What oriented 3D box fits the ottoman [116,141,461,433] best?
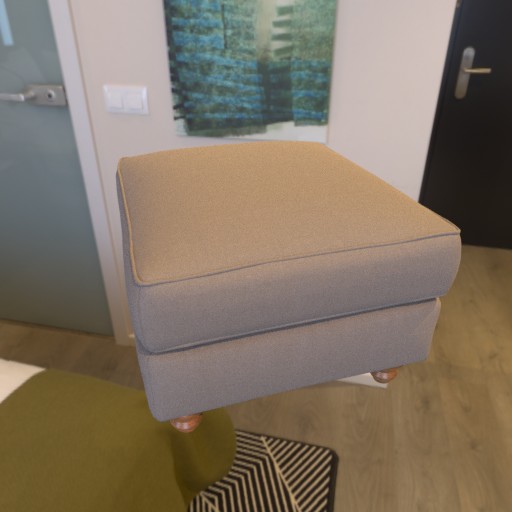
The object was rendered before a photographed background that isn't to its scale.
[{"bbox_3d":[0.000,0.000,1.146,0.662,0.505,0.721,-9,30,-15],"label":"ottoman"}]
